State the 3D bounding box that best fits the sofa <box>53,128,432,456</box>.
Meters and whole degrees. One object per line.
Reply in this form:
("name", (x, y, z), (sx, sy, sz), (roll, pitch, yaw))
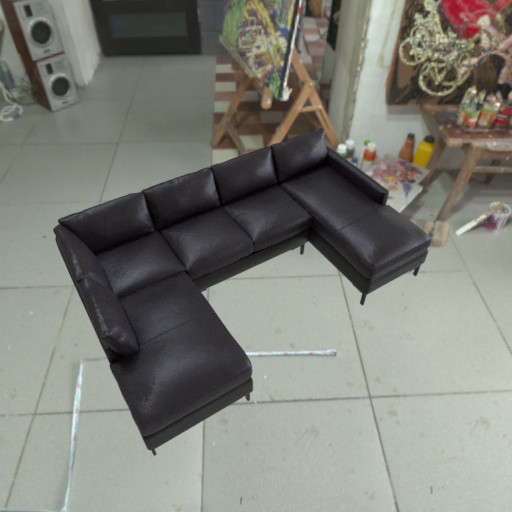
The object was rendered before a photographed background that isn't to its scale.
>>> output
("sofa", (0.000, 0.000, 3.940), (2.956, 0.900, 1.939), (-24, 50, -22))
